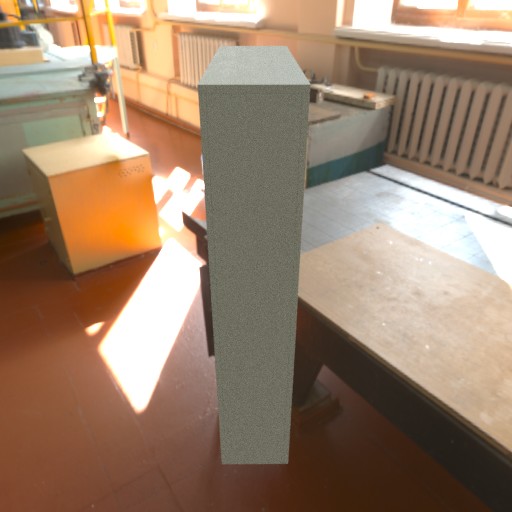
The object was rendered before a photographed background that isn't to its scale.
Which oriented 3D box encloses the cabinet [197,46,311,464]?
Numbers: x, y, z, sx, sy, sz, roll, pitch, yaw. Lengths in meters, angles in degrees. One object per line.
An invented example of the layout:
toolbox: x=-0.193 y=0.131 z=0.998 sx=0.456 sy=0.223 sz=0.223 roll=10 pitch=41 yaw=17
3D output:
cabinet: x=0.000 y=0.000 z=1.573 sx=0.250 sy=1.280 sz=0.750 roll=0 pitch=31 yaw=0
